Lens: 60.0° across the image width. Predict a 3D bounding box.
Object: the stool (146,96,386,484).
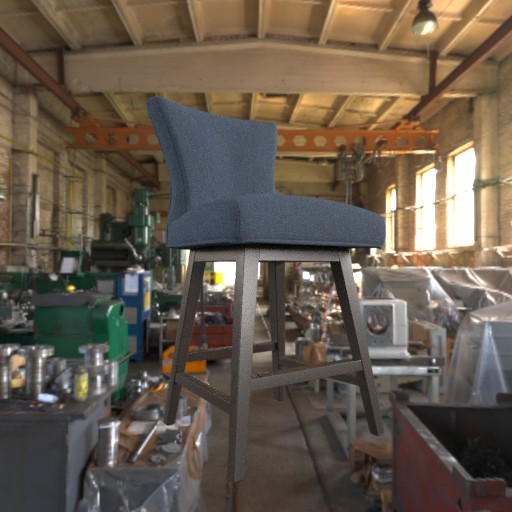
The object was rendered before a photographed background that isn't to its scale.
[{"bbox_3d":[0.000,0.000,1.324,0.514,1.000,0.574,1,-2,-35],"label":"stool"}]
